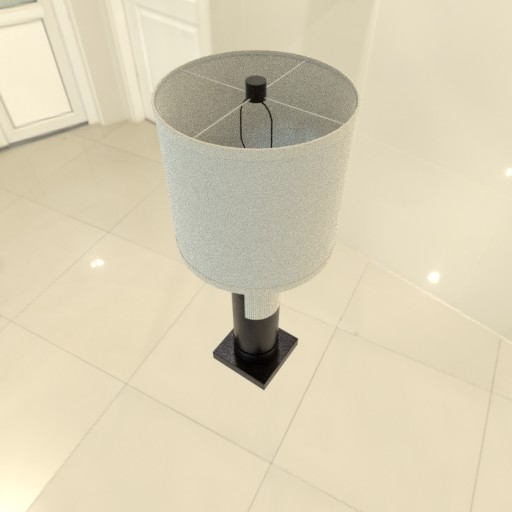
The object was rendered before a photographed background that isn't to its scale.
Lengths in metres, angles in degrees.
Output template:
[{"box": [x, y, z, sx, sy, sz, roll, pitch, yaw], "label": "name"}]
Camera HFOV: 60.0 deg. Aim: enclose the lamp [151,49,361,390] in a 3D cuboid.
[{"box": [0.000, 0.000, 0.625, 0.211, 0.509, 0.211, 27, 52, 23], "label": "lamp"}]
